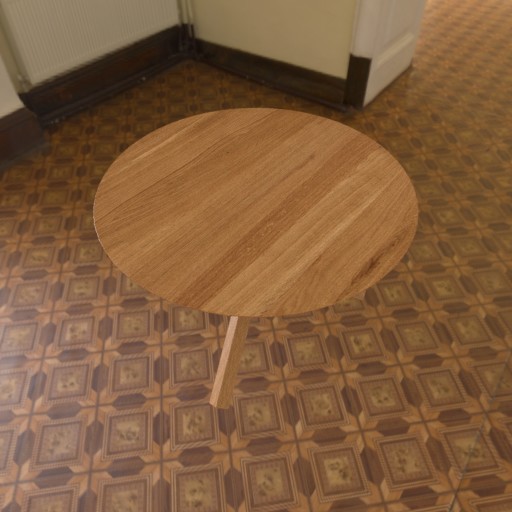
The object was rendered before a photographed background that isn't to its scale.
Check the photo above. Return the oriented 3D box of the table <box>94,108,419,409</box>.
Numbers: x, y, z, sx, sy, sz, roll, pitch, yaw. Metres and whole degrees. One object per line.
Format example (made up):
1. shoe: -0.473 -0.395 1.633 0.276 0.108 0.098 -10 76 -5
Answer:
1. table: 0.000 0.000 1.701 1.038 0.666 1.038 0 47 0
